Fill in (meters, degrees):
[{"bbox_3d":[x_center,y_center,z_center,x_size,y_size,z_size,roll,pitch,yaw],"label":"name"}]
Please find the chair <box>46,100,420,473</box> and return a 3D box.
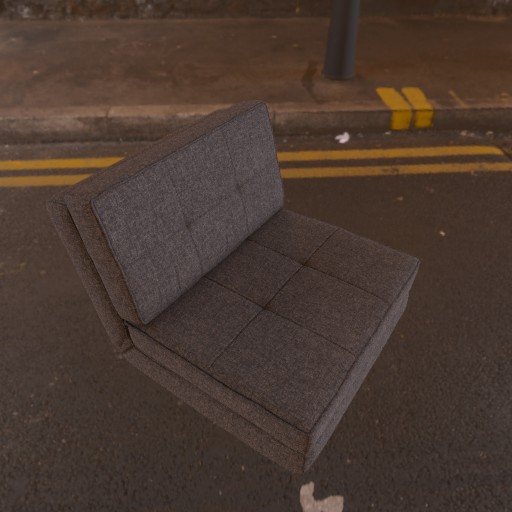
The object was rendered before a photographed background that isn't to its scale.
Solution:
[{"bbox_3d":[0.000,0.000,1.301,0.800,0.615,0.740,24,46,26],"label":"chair"}]
